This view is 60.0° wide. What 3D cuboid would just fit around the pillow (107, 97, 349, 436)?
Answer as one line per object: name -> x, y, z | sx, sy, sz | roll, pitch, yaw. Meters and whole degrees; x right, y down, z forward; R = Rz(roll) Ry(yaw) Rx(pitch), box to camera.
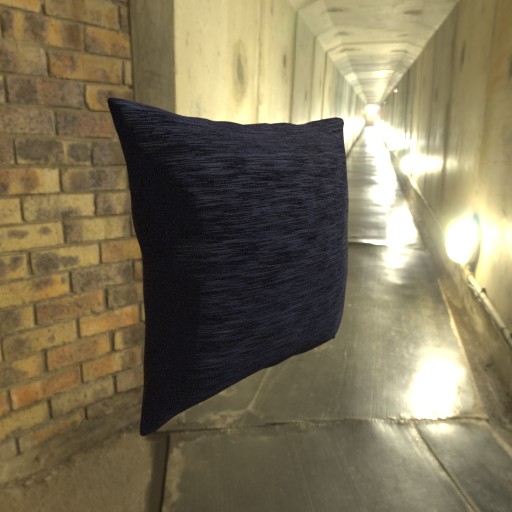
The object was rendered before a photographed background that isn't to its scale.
pillow -> 0.000, 0.000, 0.693 | 0.452, 0.439, 0.204 | -13, 19, -43
